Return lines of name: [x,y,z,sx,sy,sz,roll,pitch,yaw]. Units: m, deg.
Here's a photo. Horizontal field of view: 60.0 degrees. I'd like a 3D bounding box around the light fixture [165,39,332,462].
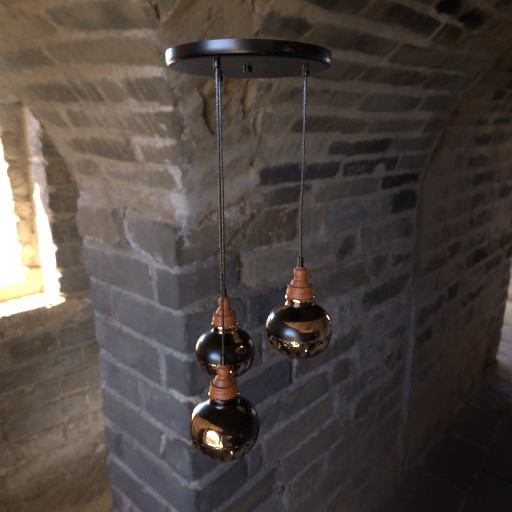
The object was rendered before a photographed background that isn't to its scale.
light fixture: [0.000,0.000,1.695,0.605,1.410,0.608,-2,15,-7]
